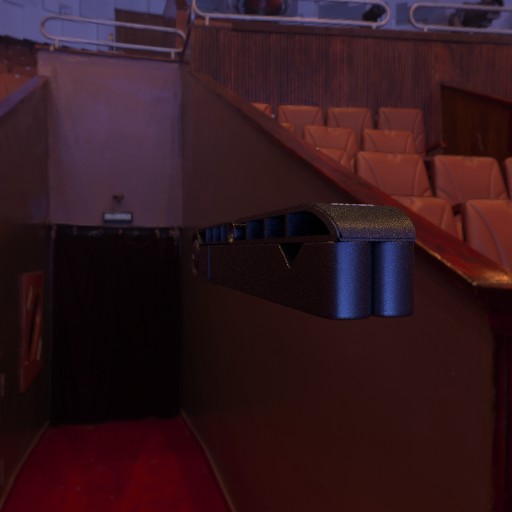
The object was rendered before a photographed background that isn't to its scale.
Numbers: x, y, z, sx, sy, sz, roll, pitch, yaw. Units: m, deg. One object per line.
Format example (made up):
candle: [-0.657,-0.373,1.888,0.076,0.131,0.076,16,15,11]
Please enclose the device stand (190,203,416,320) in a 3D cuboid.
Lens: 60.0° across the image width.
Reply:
device stand: [0.000,0.000,0.188,0.026,0.030,0.179,0,1,-19]
